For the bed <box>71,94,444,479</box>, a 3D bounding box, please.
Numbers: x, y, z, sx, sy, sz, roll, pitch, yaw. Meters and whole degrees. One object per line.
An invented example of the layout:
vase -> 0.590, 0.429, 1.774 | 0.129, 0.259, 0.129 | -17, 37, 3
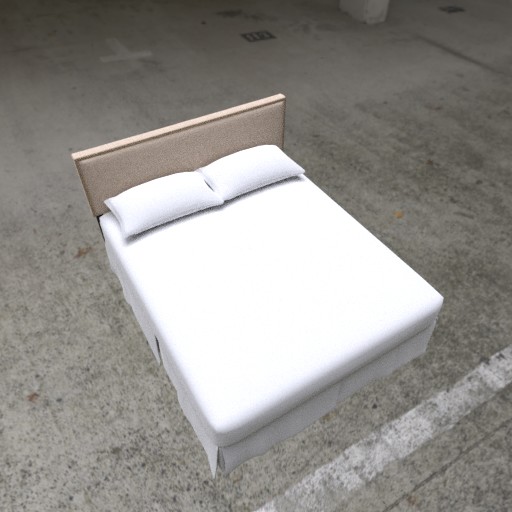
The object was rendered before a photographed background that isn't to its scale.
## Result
bed -> 0.000, 0.000, 2.852 | 1.616, 1.016, 1.876 | -24, 50, -21
